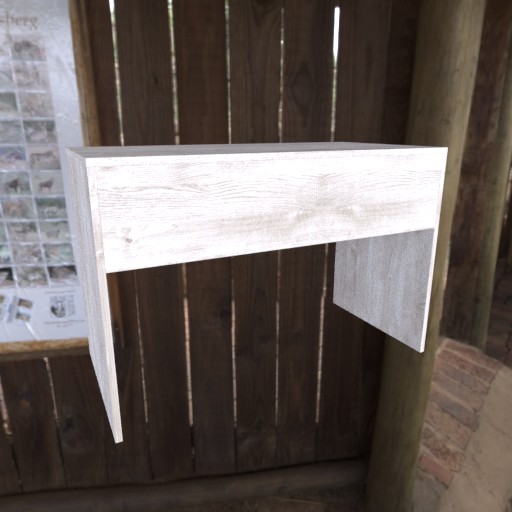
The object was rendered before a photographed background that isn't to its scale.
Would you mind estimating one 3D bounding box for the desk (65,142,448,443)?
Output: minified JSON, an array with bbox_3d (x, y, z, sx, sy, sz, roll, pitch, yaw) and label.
[{"bbox_3d":[0.000,0.000,1.532,1.100,0.730,0.560,-8,18,-25],"label":"desk"}]
